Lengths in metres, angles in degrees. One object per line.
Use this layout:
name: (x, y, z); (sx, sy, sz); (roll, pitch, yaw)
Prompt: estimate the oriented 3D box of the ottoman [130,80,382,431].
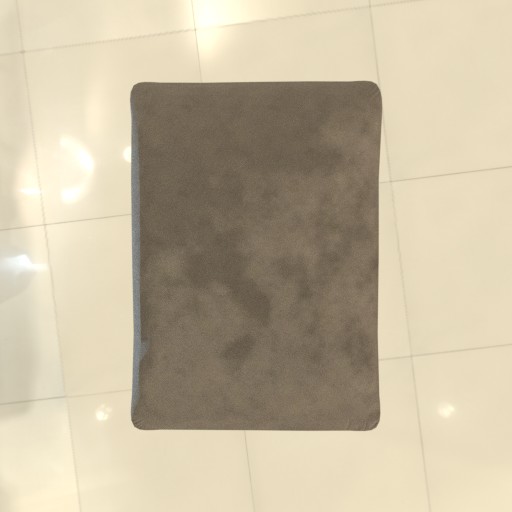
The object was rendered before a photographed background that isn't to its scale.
ottoman: (0.000, 0.000, 1.062); (0.520, 0.456, 0.719); (0, 90, 1)
